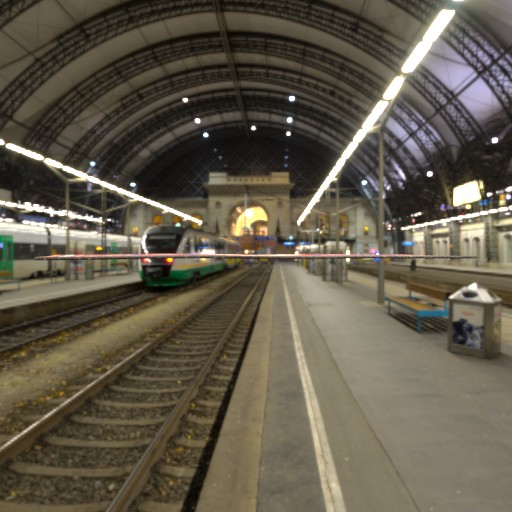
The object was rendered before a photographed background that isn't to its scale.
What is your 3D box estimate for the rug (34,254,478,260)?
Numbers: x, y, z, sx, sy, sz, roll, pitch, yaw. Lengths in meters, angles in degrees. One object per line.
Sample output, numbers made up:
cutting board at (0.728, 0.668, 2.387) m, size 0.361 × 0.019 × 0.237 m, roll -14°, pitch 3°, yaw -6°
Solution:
rug at (0.000, 0.000, 3.586) m, size 3.032 × 0.034 × 1.522 m, roll 0°, pitch 0°, yaw -18°
